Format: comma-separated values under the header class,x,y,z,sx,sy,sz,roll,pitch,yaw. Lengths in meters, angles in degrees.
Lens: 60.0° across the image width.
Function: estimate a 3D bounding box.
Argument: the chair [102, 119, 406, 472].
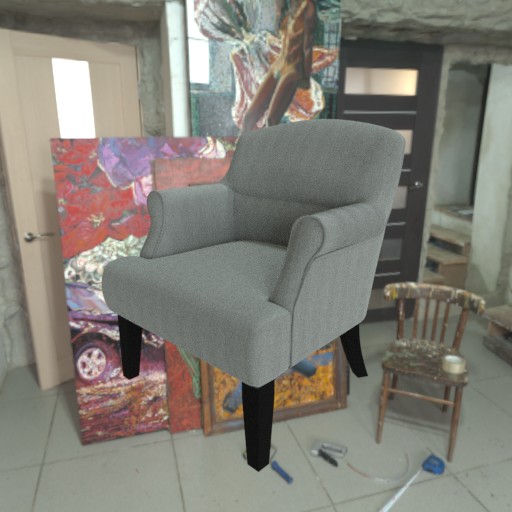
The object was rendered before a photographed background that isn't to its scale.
class,x,y,z,sx,sy,sz,roll,pitch,yaw
chair,0.000,0.000,1.469,0.772,0.880,0.755,15,22,42
